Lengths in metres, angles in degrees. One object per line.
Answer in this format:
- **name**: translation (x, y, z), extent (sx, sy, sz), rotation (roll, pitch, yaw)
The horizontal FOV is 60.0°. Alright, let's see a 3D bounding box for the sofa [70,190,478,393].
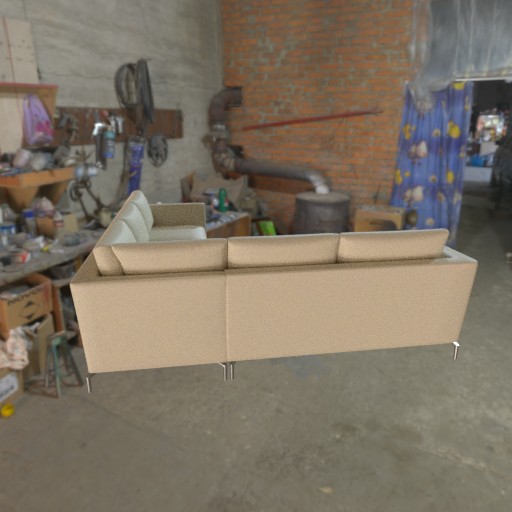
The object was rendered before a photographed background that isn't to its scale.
- **sofa**: translation (0.000, 0.000, 3.762), extent (2.430, 0.867, 2.448), rotation (-3, 17, -9)
